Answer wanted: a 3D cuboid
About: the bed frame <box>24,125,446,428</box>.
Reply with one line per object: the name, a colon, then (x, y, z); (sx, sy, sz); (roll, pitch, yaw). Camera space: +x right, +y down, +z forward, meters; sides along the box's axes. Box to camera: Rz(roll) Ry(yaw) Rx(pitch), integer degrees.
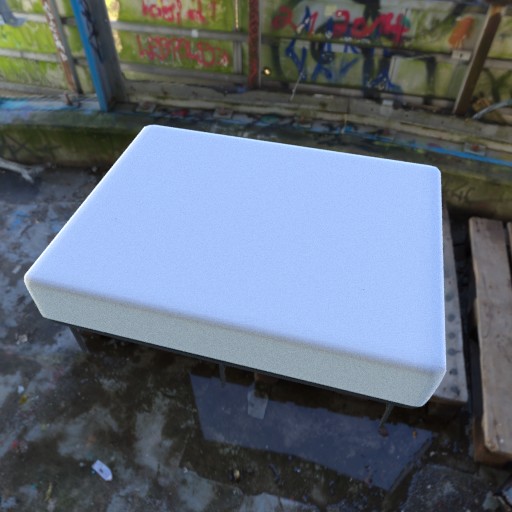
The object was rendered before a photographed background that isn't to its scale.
bed frame: (0.000, 0.000, 2.736); (2.037, 0.677, 1.528); (11, 48, 10)
